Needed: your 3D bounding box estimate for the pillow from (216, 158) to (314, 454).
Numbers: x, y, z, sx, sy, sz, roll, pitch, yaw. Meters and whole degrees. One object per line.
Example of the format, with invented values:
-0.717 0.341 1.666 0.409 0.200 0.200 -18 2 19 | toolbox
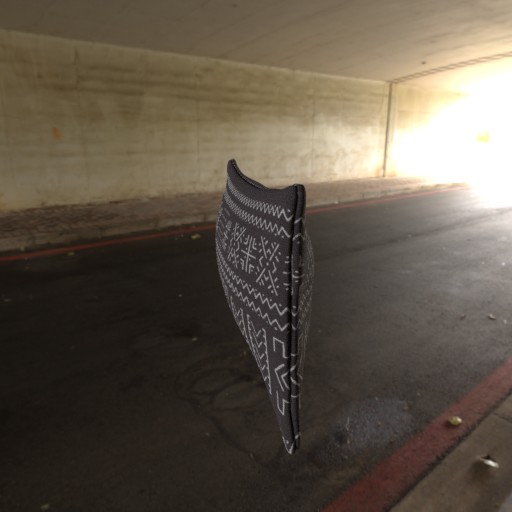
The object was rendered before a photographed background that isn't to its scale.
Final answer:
0.000 0.000 0.806 0.135 0.322 0.667 -2 15 -9 | pillow
